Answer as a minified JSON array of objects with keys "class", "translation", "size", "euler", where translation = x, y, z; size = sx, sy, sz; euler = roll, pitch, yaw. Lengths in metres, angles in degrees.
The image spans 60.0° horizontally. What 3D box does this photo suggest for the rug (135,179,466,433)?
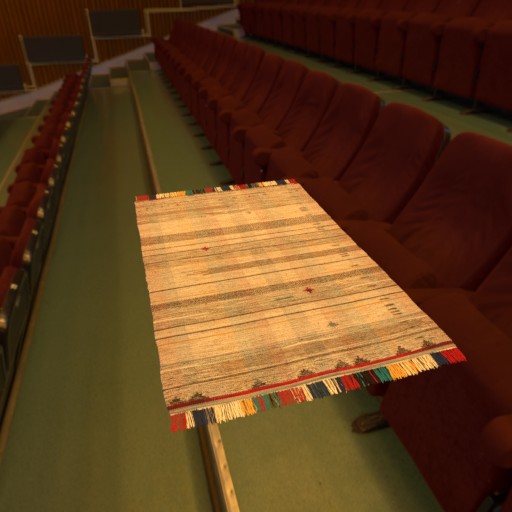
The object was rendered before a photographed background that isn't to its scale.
[{"class":"rug","translation":[0.000,0.000,2.962],"size":[1.465,0.012,2.465],"euler":[-9,33,-14]}]
